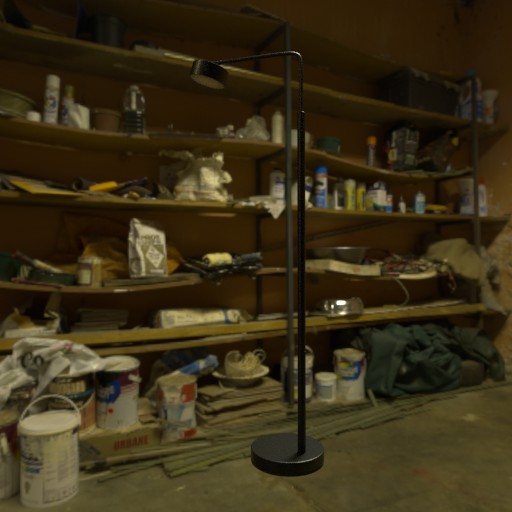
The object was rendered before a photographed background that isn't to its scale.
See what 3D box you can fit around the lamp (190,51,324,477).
[{"bbox_3d":[0.000,0.000,1.379,0.418,1.230,0.219,0,-1,18],"label":"lamp"}]
